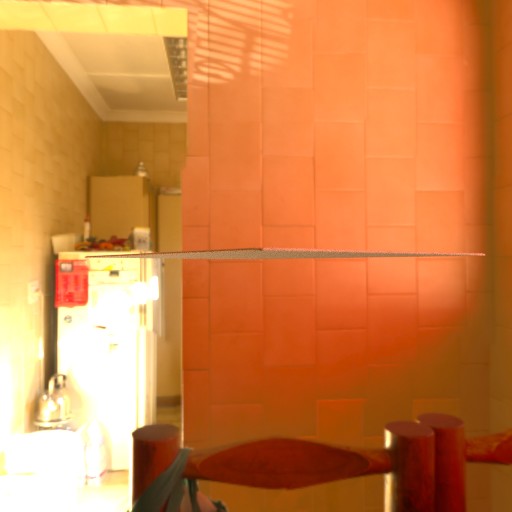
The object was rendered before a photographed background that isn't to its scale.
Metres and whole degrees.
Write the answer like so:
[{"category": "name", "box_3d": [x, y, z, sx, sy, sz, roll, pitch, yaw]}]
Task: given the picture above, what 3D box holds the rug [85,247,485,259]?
[{"category": "rug", "box_3d": [0.000, 0.000, 2.798, 1.524, 0.013, 2.134, 1, -1, -36]}]
